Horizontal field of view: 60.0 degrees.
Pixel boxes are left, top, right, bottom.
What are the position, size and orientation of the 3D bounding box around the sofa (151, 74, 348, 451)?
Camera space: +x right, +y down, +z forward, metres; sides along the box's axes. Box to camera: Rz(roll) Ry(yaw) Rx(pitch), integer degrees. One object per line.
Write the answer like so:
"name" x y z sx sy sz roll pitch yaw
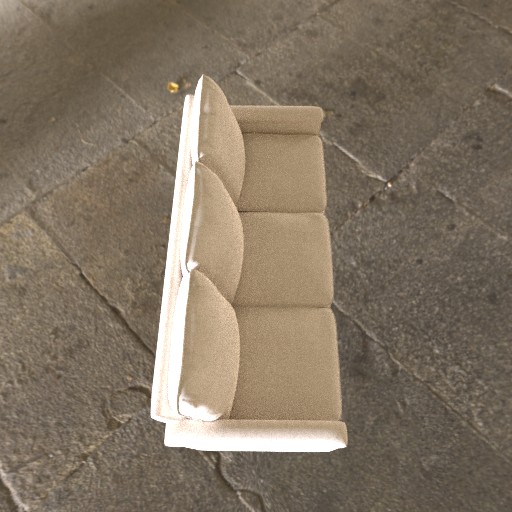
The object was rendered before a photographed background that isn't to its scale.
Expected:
"sofa" 0.000 0.000 2.408 0.828 0.961 1.925 1 63 0
